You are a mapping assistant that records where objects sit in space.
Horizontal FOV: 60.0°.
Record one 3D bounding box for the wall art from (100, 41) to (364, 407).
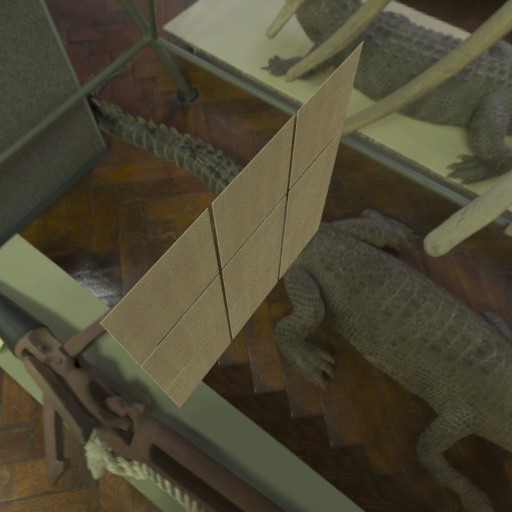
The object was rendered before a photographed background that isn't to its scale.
[{"bbox_3d":[0.000,0.000,2.222,0.002,1.505,1.517,33,67,16],"label":"wall art"}]
